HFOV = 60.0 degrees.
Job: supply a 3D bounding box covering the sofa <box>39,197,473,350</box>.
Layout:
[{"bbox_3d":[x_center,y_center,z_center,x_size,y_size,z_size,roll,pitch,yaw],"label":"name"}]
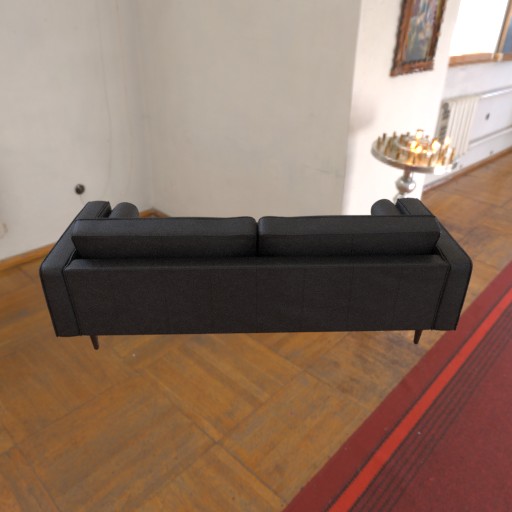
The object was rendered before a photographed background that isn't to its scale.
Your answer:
[{"bbox_3d":[0.000,0.000,2.665,2.210,0.762,0.914,-1,30,-1],"label":"sofa"}]
